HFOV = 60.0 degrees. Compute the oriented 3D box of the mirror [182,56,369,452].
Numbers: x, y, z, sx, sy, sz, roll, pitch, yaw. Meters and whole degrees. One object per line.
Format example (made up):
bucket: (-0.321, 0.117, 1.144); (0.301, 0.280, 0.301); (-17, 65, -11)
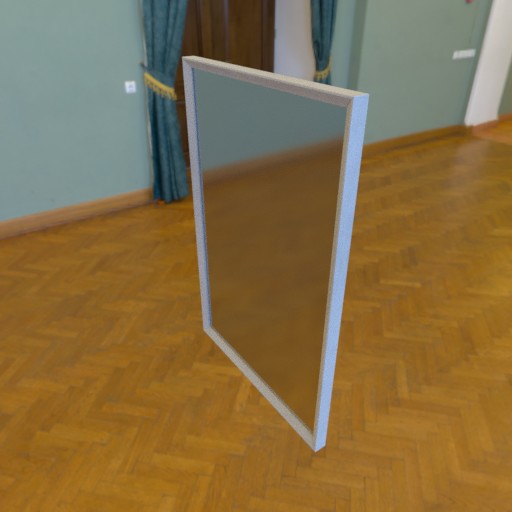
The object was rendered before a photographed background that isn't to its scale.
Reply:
mirror: (0.000, 0.000, 1.176); (0.041, 0.915, 0.609); (-20, 36, -30)
